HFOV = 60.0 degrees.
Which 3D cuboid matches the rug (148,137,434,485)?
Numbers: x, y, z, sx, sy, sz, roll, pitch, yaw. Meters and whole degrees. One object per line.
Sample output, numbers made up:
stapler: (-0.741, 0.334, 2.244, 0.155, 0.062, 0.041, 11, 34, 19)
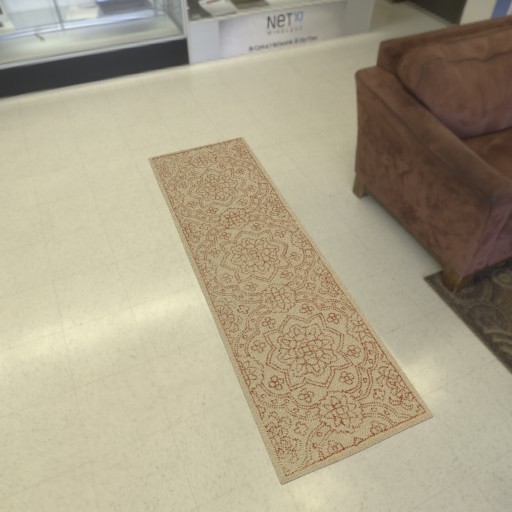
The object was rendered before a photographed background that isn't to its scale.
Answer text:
rug: (0.000, 0.000, 2.679, 0.769, 0.012, 2.448, -17, 50, -15)
